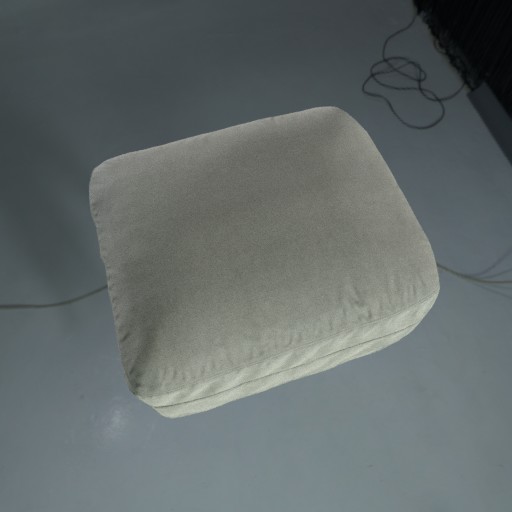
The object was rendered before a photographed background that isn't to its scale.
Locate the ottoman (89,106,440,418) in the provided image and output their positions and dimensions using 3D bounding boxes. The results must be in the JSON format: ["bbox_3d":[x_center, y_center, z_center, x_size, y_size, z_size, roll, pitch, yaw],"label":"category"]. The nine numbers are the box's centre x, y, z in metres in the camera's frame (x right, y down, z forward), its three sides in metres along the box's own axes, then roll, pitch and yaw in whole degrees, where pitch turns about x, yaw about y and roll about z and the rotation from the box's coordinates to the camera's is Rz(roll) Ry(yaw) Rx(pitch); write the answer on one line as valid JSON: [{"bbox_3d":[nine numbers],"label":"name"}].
[{"bbox_3d":[0.000,0.000,1.100,0.712,0.480,0.584,-16,65,-8],"label":"ottoman"}]
